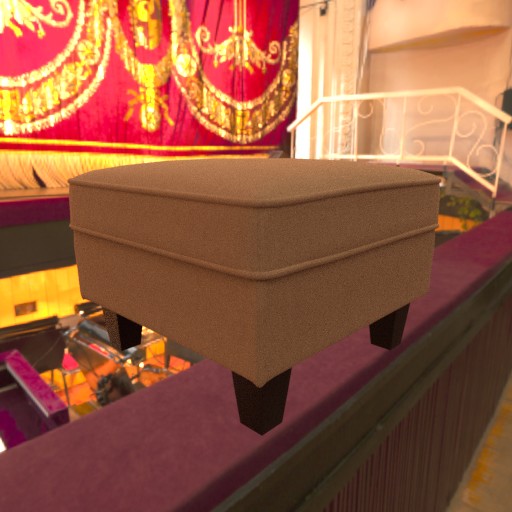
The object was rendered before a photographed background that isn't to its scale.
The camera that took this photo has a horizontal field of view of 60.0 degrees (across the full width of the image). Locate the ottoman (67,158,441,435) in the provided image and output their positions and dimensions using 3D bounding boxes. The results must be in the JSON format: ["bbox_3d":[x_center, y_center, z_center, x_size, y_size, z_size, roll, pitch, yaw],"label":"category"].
[{"bbox_3d":[0.000,0.000,1.018,0.613,0.438,0.616,13,19,42],"label":"ottoman"}]
